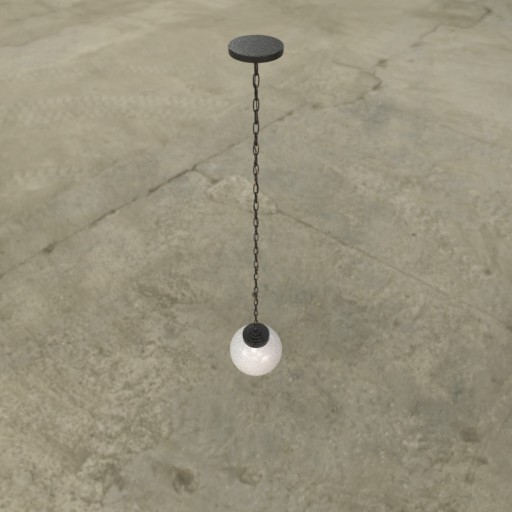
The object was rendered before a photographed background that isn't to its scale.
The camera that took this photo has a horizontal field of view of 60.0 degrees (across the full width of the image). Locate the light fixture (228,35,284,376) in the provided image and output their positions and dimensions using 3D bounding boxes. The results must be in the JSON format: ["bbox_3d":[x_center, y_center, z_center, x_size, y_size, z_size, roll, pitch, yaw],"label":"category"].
[{"bbox_3d":[0.000,0.000,2.034,0.304,1.867,0.305,-15,48,-14],"label":"light fixture"}]
